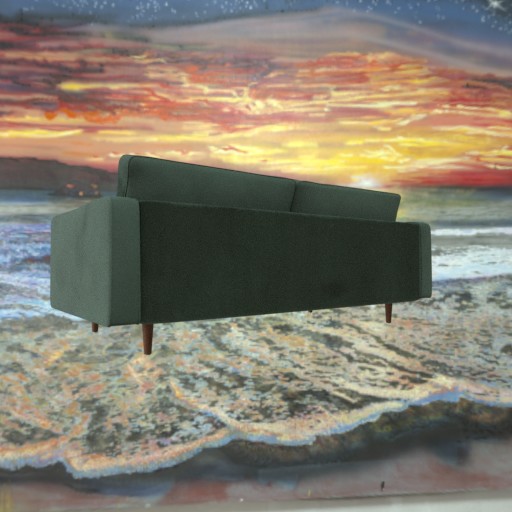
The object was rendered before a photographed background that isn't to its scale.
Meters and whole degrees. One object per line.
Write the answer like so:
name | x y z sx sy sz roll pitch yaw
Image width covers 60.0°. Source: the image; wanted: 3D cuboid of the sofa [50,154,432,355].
sofa | 0.000 0.000 2.358 1.880 0.772 0.916 1 -1 -36
